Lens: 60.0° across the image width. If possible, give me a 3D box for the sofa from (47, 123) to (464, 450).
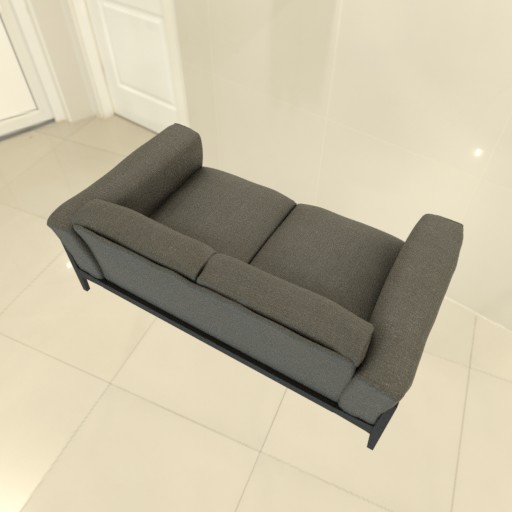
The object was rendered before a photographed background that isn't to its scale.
[{"bbox_3d":[0.000,0.000,2.157,1.690,0.656,0.960,24,52,20],"label":"sofa"}]
